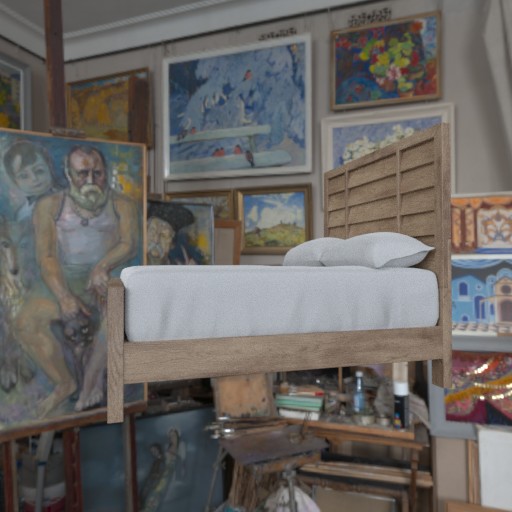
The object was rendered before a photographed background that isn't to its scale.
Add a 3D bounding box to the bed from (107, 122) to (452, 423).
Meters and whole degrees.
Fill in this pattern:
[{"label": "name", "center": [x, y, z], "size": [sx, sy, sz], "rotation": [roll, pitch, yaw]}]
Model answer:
[{"label": "bed", "center": [0.000, 0.000, 3.191], "size": [2.017, 1.631, 1.615], "rotation": [0, -1, -18]}]
